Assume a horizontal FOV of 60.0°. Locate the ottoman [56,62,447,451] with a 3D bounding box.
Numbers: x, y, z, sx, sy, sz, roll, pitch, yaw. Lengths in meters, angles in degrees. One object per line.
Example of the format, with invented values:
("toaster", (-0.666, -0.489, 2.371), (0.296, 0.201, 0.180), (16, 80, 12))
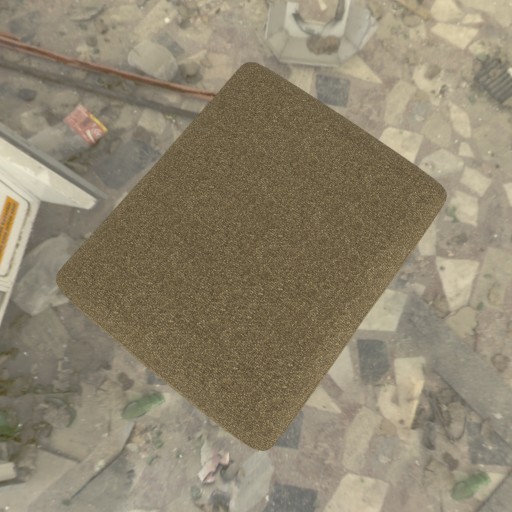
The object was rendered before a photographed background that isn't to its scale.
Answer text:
("ottoman", (0.000, 0.000, 1.157), (0.598, 0.476, 0.742), (37, 79, 8))
